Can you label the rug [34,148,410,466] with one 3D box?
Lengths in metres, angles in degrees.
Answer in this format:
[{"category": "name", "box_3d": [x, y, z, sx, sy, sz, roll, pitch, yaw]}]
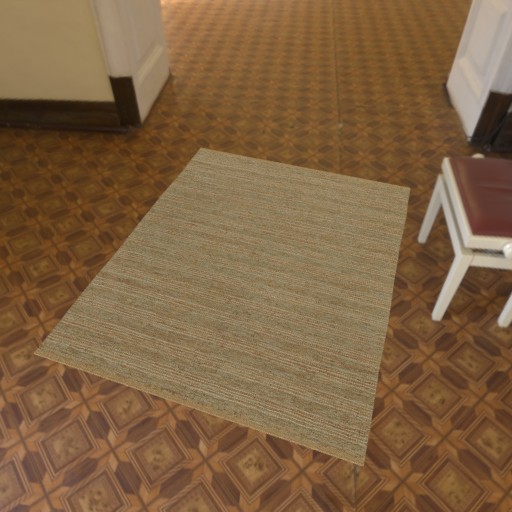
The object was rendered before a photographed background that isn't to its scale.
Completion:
[{"category": "rug", "box_3d": [0.000, 0.000, 4.033, 2.471, 0.012, 3.034, 14, 47, 13]}]
